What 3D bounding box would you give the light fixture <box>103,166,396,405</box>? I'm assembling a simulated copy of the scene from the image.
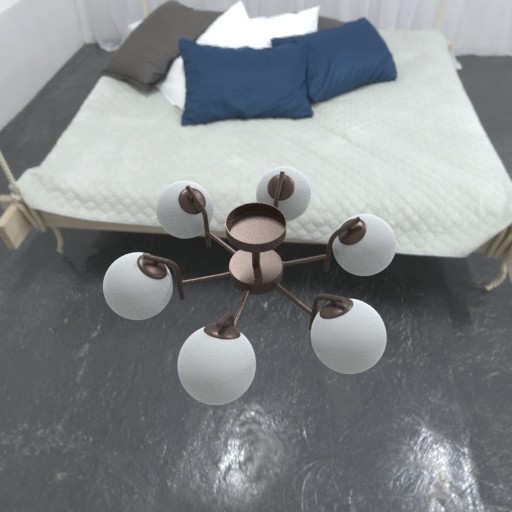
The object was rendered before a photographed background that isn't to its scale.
[{"bbox_3d":[0.000,0.000,0.972,0.662,0.201,0.662,0,47,0],"label":"light fixture"}]
